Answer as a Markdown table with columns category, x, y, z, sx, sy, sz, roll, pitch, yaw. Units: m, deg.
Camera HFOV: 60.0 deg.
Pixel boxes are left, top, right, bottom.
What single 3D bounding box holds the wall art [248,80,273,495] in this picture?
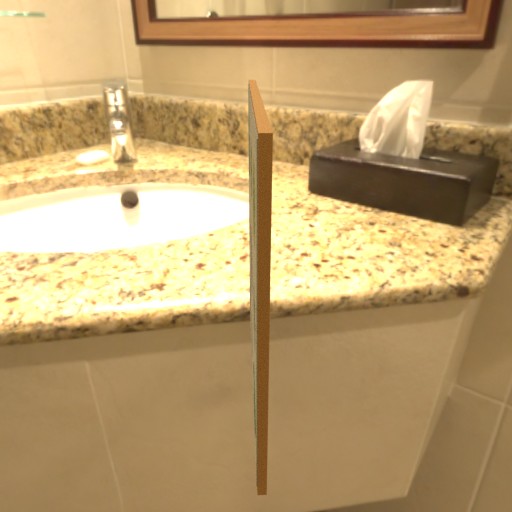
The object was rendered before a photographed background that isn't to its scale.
| category | x | y | z | sx | sy | sz | roll | pitch | yaw |
| --- | --- | --- | --- | --- | --- | --- | --- | --- | --- |
| wall art | 0.000 | 0.000 | 0.668 | 0.013 | 0.455 | 0.457 | -1 | 27 | -2 |
